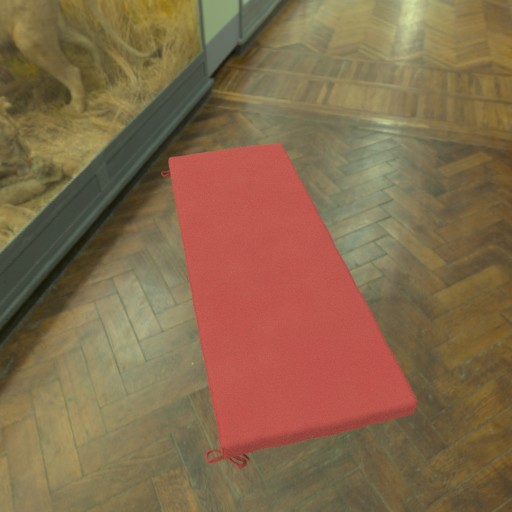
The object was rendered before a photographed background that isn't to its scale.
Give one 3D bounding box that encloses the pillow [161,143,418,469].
[{"bbox_3d":[0.000,0.000,1.366,0.492,0.081,1.187,-10,46,-9],"label":"pillow"}]
